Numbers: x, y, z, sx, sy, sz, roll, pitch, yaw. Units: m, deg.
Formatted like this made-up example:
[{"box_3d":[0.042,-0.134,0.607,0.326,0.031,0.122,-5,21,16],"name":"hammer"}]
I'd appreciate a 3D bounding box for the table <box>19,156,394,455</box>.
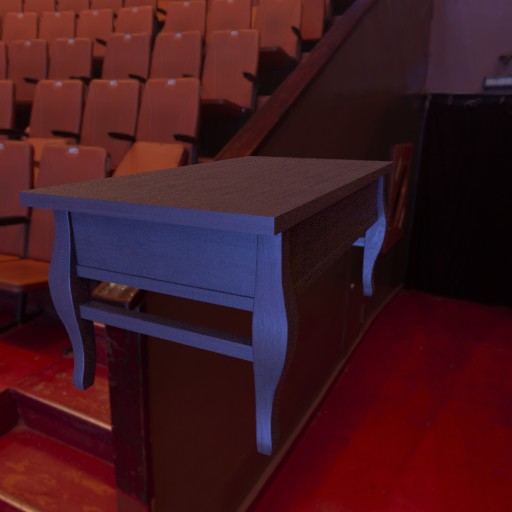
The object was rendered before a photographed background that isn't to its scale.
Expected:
[{"box_3d":[0.000,0.000,1.328,0.600,0.494,1.062,8,19,25],"name":"table"}]
